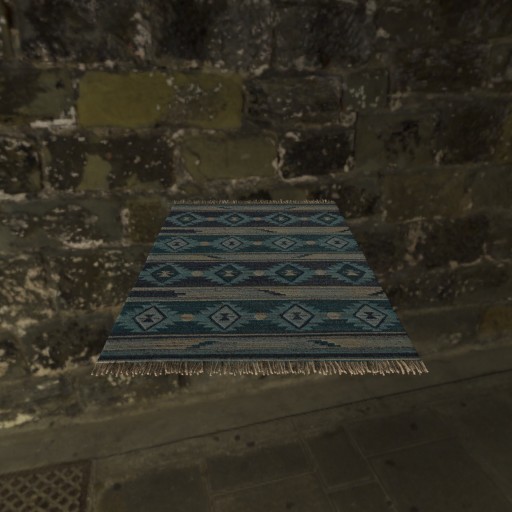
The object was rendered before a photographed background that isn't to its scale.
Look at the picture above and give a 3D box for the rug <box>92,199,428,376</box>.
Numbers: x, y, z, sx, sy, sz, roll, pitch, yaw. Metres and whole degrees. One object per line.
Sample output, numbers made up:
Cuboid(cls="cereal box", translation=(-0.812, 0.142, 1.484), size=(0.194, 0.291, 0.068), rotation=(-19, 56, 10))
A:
Cuboid(cls="rug", translation=(0.000, 0.000, 2.408), size=(1.181, 0.028, 1.936), rotation=(0, 25, -1))
